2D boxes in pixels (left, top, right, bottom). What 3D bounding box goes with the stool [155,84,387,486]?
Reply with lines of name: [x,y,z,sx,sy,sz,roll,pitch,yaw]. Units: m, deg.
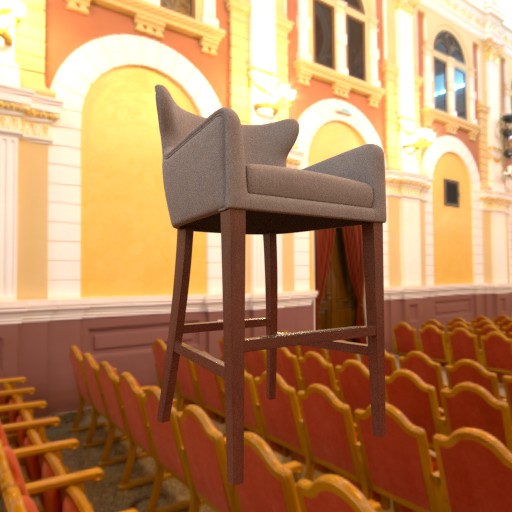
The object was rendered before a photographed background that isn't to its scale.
stool: [0.000,0.000,1.381,0.575,1.047,0.575,1,-2,-35]
